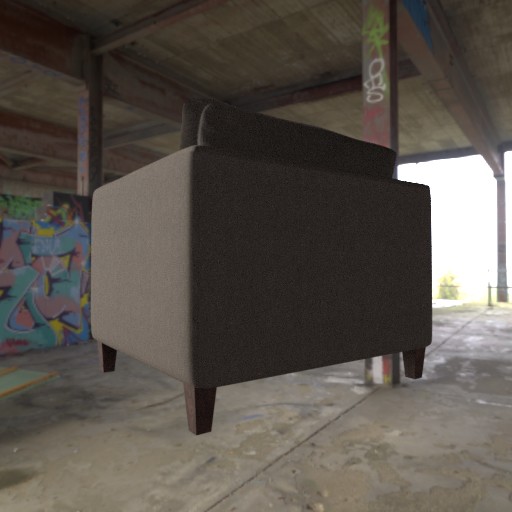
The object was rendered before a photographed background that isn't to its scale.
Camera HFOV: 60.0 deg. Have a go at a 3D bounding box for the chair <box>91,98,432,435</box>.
[{"bbox_3d":[0.000,0.000,1.824,1.107,0.963,0.959,1,-1,-36],"label":"chair"}]
